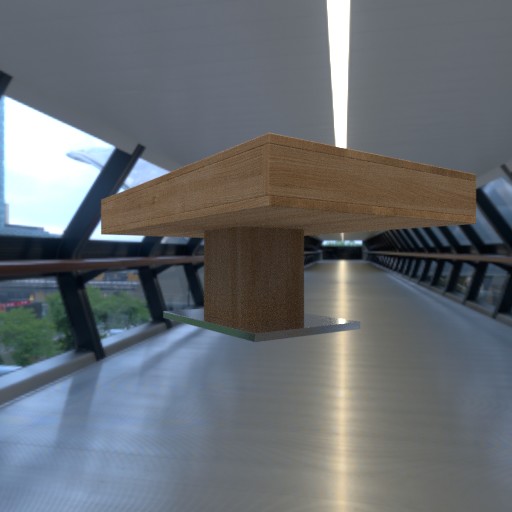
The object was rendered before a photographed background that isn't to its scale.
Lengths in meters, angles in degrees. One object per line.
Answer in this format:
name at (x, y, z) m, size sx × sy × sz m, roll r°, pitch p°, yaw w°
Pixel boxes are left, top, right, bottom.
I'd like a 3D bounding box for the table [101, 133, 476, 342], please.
table at (0.000, 0.000, 1.460) m, size 0.700 × 0.440 × 1.100 m, roll 0°, pitch -1°, yaw -35°
